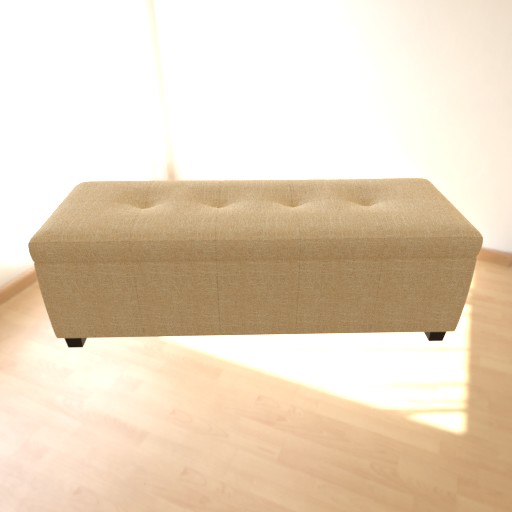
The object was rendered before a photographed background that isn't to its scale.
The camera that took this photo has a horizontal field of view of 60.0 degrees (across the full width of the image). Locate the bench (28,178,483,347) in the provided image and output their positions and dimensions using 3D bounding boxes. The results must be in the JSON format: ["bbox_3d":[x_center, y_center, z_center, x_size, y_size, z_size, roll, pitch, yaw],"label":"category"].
[{"bbox_3d":[0.000,0.000,1.436,1.219,0.406,0.432,-1,31,-1],"label":"bench"}]
